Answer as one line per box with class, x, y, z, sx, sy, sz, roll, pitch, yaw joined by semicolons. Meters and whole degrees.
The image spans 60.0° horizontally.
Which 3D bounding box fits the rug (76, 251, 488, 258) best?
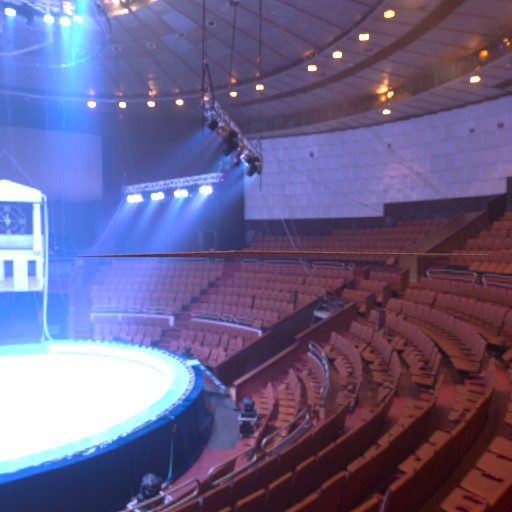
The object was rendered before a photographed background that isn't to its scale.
rug;0.000;0.000;4.086;2.433;0.011;3.037;0;-1;-36
